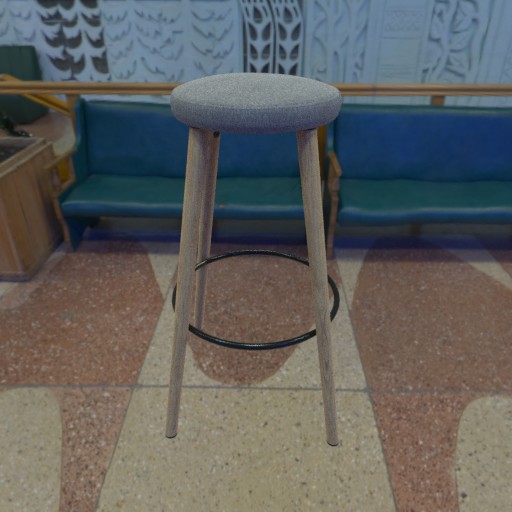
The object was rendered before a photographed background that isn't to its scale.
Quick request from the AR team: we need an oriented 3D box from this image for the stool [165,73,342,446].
[{"bbox_3d":[0.000,0.000,1.015,0.410,0.770,0.410,2,31,3],"label":"stool"}]
